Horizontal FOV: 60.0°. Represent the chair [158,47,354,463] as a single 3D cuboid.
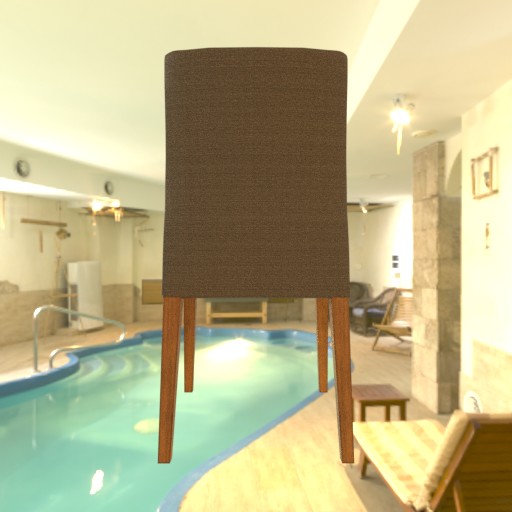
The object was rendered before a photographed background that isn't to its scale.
[{"bbox_3d":[0.000,0.000,1.265,0.496,0.940,0.585,0,0,0],"label":"chair"}]
